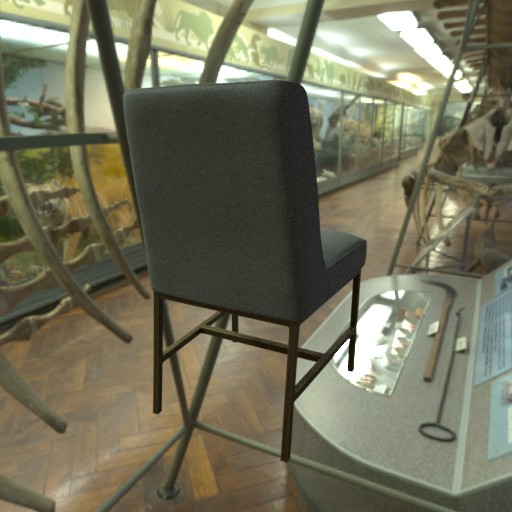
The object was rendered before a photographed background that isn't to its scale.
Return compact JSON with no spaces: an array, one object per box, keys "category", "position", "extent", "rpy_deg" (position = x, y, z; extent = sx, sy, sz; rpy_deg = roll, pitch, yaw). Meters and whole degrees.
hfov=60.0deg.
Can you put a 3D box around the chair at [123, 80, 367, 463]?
[{"category":"chair","position":[0.000,0.000,1.277],"extent":[0.508,0.889,0.587],"rpy_deg":[8,18,27]}]
